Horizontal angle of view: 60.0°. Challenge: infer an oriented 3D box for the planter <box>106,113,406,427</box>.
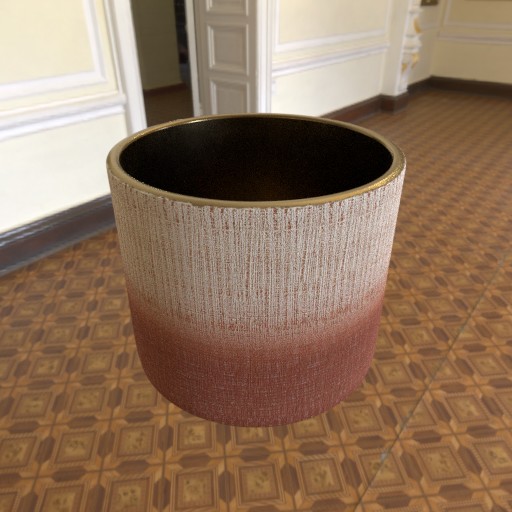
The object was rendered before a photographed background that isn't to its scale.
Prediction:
[{"bbox_3d":[0.000,0.000,0.438,0.254,0.221,0.254,0,31,0],"label":"planter"}]
